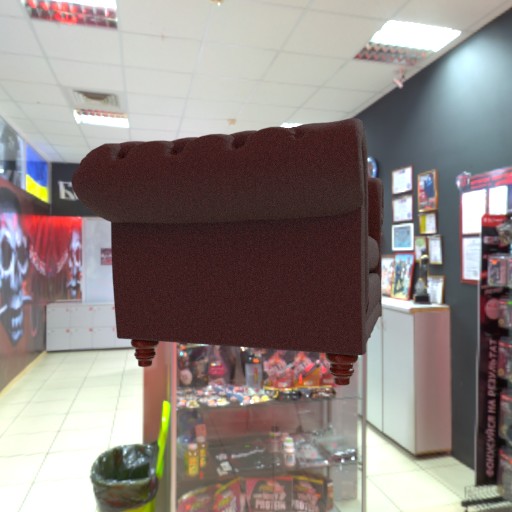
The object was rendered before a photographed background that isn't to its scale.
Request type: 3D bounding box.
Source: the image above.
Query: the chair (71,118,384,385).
[{"bbox_3d":[0.000,0.000,1.853,0.976,0.770,1.270,0,0,19],"label":"chair"}]
